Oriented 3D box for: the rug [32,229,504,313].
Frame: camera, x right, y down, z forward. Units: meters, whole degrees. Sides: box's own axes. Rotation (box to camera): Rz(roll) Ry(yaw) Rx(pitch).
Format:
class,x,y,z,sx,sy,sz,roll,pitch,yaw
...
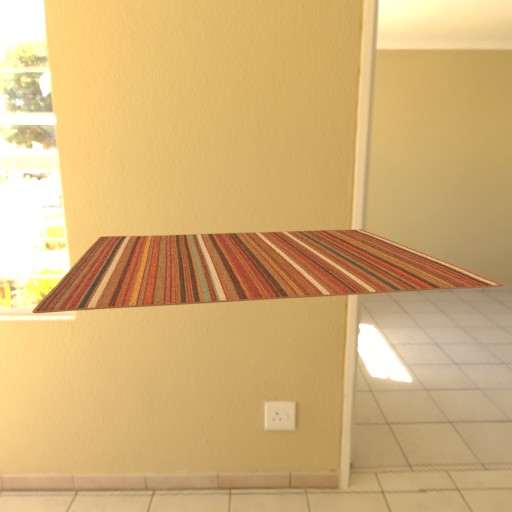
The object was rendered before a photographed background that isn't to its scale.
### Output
class,x,y,z,sx,sy,sz,roll,pitch,yaw
rug,0.000,0.000,4.004,3.092,0.023,2.479,-2,13,-10
